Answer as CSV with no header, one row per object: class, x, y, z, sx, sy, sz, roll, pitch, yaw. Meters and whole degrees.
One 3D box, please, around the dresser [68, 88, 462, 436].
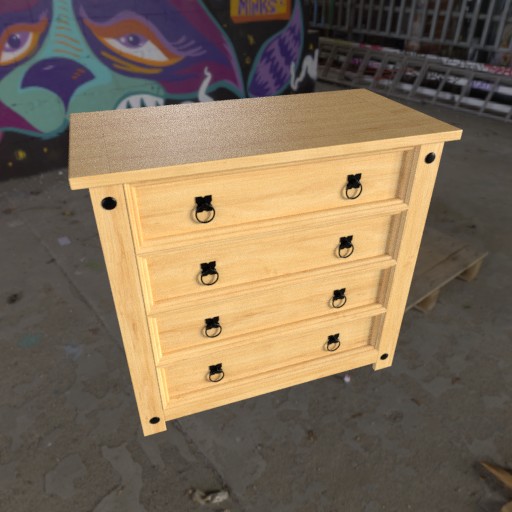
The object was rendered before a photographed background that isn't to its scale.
dresser,0.000,0.000,1.206,0.800,0.730,0.410,-11,35,-16
